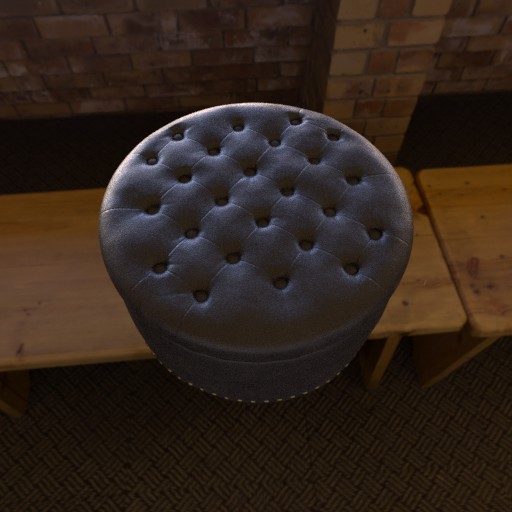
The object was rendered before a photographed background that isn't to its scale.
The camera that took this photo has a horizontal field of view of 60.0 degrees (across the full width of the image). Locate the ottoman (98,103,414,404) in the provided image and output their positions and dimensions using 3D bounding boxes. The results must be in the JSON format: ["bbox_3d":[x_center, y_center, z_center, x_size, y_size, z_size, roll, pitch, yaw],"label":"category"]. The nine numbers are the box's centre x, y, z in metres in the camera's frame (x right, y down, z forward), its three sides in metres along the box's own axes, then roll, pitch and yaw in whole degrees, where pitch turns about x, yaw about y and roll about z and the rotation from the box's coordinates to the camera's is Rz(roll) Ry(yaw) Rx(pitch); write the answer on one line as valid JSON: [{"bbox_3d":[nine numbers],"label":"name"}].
[{"bbox_3d":[0.000,0.000,1.064,0.637,0.442,0.637,0,57,0],"label":"ottoman"}]
